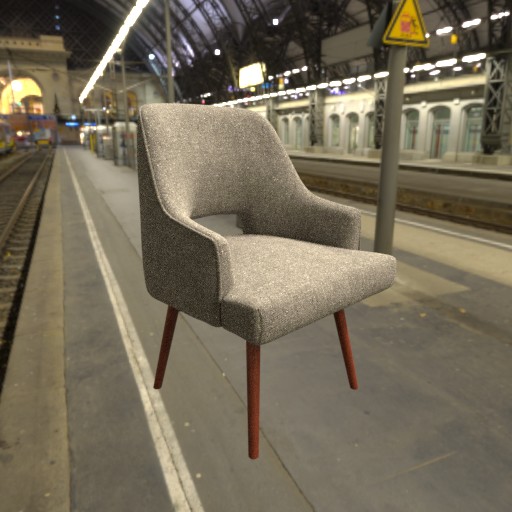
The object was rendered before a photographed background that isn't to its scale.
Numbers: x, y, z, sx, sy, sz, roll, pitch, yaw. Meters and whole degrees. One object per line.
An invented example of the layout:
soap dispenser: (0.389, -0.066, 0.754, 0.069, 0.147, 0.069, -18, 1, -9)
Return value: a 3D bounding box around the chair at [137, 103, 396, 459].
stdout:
chair: (0.000, 0.000, 1.305, 0.608, 0.875, 0.629, -14, 21, -43)
